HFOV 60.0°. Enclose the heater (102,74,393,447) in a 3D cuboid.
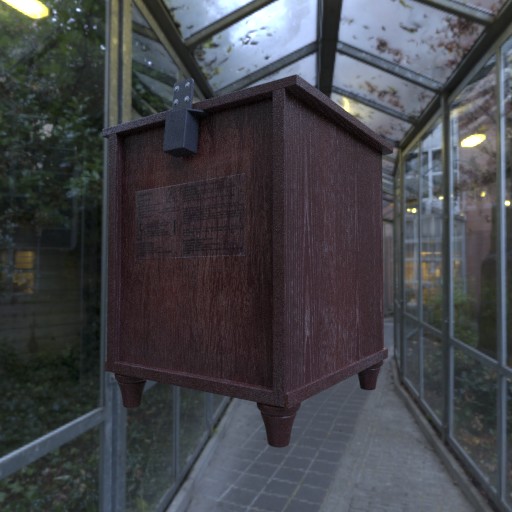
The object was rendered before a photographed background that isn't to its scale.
[{"bbox_3d":[0.000,0.000,0.761,0.362,0.481,0.400,-1,-2,34],"label":"heater"}]
